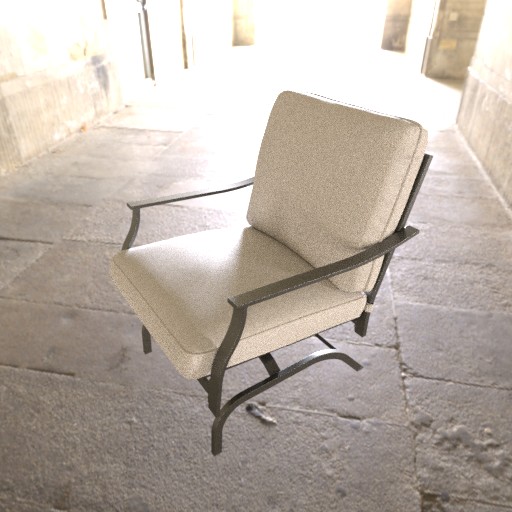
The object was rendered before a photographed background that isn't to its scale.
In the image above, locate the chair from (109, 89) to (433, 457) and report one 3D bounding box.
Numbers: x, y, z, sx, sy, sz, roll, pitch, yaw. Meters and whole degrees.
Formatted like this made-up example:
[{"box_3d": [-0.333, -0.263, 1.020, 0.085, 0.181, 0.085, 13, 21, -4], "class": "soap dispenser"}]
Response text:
[{"box_3d": [0.000, 0.000, 1.383, 0.787, 0.860, 0.650, -20, 37, -29], "class": "chair"}]
